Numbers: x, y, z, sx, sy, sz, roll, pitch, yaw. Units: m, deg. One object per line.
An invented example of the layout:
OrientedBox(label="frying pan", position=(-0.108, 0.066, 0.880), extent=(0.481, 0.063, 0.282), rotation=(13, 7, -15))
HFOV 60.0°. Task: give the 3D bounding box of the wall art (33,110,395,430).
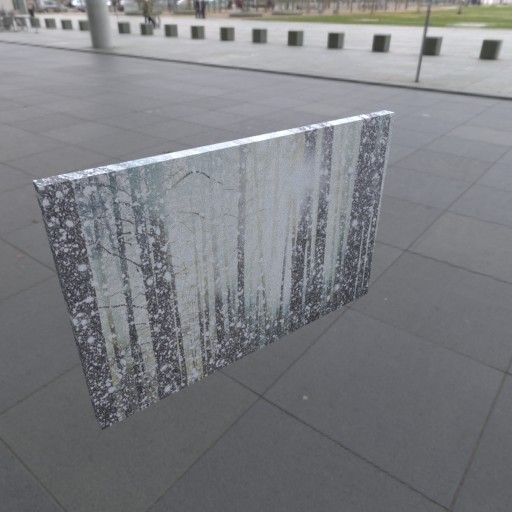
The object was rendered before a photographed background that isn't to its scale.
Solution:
OrientedBox(label="wall art", position=(0.000, 0.000, 1.128), extent=(0.919, 0.598, 0.038), rotation=(-21, 36, -31))
